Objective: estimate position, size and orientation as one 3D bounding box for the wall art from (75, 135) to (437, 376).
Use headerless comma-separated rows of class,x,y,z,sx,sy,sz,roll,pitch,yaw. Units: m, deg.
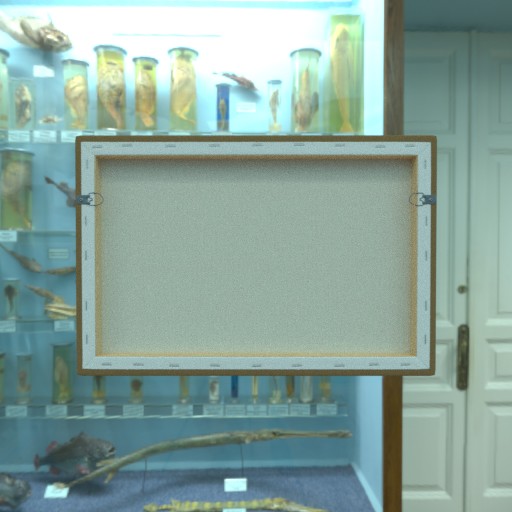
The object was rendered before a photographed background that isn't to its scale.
wall art,0.000,0.000,0.475,0.380,0.254,0.019,0,1,0
